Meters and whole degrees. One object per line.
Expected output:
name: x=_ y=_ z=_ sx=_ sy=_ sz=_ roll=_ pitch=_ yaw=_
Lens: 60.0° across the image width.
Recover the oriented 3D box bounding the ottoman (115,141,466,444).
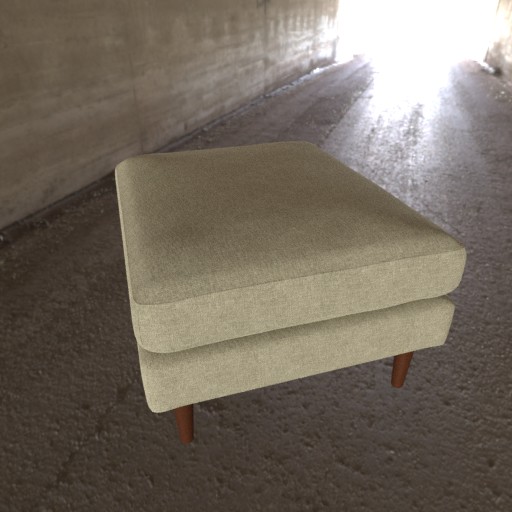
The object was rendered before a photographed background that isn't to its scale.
ottoman: x=0.000 y=0.000 z=1.244 sx=0.693 sy=0.474 sz=0.821 roll=-9 pitch=31 yaw=-15
